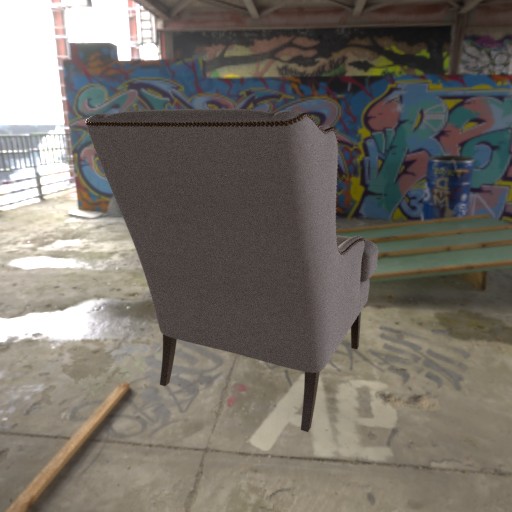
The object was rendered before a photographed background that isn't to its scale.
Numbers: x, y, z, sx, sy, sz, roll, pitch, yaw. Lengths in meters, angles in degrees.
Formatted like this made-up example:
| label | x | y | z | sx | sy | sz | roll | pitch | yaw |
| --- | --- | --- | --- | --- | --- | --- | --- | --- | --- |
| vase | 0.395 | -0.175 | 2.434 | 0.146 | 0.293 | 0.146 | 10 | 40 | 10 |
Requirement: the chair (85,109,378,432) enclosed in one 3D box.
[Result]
| label | x | y | z | sx | sy | sz | roll | pitch | yaw |
| --- | --- | --- | --- | --- | --- | --- | --- | --- | --- |
| chair | 0.000 | 0.000 | 1.669 | 0.737 | 1.029 | 0.940 | 8 | 18 | 26 |
